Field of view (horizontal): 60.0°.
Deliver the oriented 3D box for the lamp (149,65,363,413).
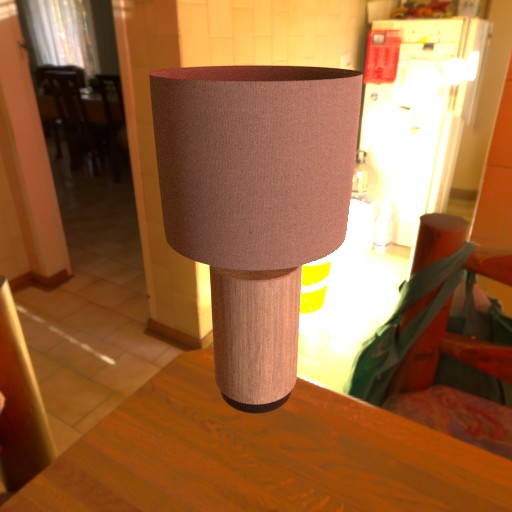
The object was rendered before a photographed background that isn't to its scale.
[{"bbox_3d":[0.000,0.000,0.578,0.228,0.444,0.228,0,26,1],"label":"lamp"}]
